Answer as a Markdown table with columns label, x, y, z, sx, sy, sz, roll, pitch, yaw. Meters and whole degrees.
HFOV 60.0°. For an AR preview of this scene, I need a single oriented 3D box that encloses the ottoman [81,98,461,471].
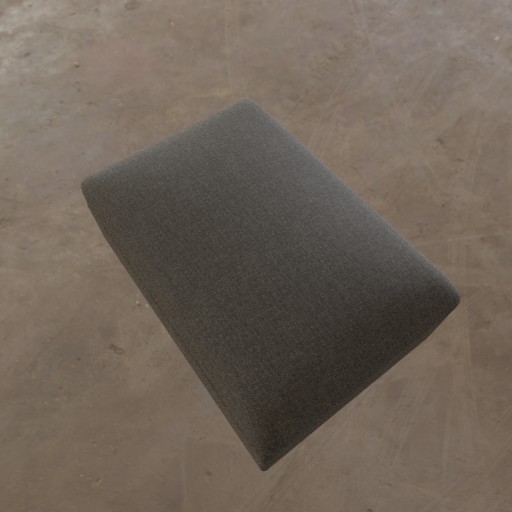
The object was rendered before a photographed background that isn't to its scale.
| label | x | y | z | sx | sy | sz | roll | pitch | yaw |
| --- | --- | --- | --- | --- | --- | --- | --- | --- | --- |
| ottoman | 0.000 | 0.000 | 1.452 | 0.711 | 0.483 | 1.041 | -32 | 64 | -18 |
